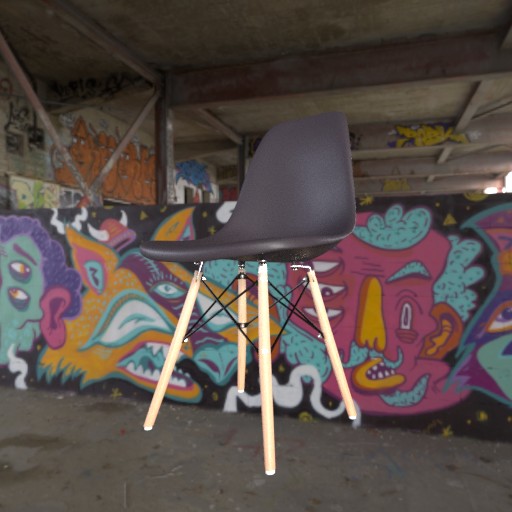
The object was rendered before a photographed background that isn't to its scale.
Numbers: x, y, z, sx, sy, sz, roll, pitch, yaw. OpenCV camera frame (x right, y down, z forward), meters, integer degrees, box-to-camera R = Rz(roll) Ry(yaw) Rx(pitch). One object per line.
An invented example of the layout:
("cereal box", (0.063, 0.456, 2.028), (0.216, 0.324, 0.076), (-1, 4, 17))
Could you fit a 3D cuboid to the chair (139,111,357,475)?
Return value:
("chair", (0.000, 0.000, 1.107), (0.470, 0.825, 0.533), (0, 0, 37))
